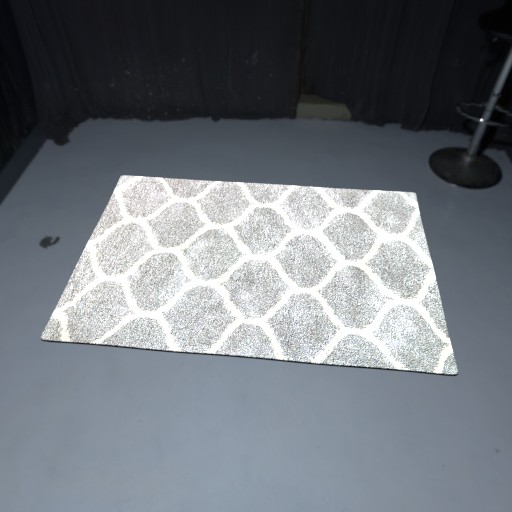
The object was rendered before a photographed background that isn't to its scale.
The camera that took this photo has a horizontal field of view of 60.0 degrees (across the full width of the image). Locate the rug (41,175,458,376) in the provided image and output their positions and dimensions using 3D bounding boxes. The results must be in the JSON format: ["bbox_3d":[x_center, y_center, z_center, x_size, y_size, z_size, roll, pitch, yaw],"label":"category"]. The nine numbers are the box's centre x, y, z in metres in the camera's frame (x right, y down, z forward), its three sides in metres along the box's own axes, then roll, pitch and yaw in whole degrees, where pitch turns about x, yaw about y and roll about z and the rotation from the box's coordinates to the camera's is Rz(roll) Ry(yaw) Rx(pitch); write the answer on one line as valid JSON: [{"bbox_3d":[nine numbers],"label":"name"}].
[{"bbox_3d":[0.000,0.000,3.445,2.701,0.026,1.801,4,47,4],"label":"rug"}]
